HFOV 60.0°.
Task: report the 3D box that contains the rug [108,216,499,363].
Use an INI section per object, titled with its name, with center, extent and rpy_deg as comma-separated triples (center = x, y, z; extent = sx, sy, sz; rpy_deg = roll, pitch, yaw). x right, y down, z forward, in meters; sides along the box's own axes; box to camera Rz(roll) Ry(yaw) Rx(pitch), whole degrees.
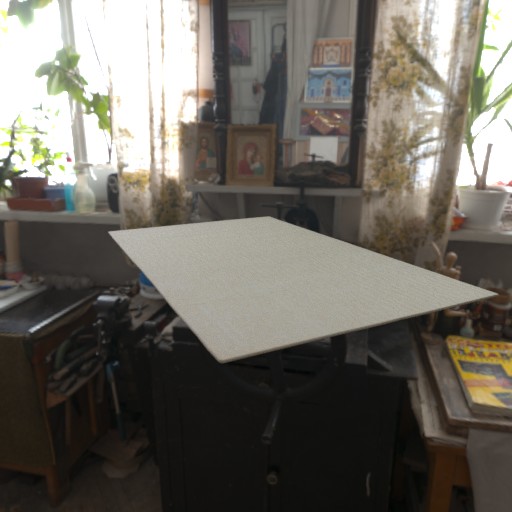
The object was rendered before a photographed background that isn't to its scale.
[rug]
center = 0.000, 0.000, 2.958
extent = 1.531, 0.014, 2.441
rpy_deg = -8, 17, -26
